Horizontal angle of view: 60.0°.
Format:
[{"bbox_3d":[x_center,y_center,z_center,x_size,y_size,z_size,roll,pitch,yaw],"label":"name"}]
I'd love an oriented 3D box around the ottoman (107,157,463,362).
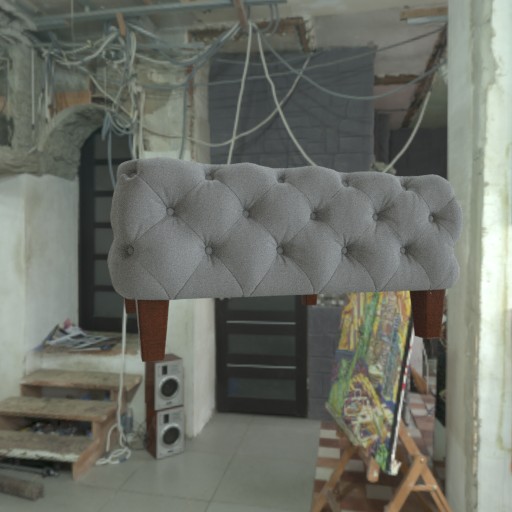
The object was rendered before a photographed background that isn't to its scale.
[{"bbox_3d":[0.000,0.000,1.441,0.911,0.439,0.917,0,1,-19],"label":"ottoman"}]
